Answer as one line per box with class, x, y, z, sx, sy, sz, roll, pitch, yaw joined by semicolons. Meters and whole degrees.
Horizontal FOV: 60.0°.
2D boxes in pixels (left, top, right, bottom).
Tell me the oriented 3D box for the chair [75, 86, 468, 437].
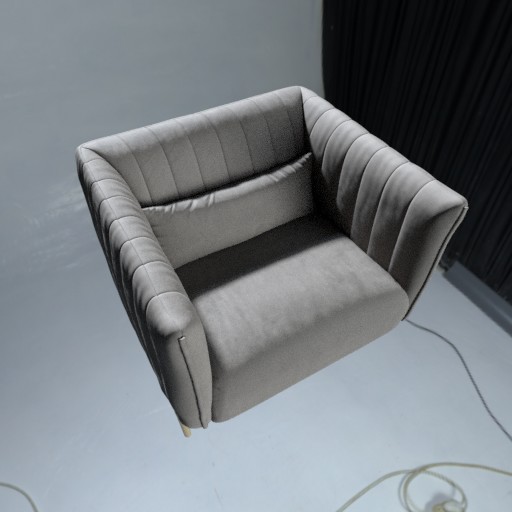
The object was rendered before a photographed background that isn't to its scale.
chair;0.000;0.000;1.618;0.981;0.779;0.873;-23;51;-20
